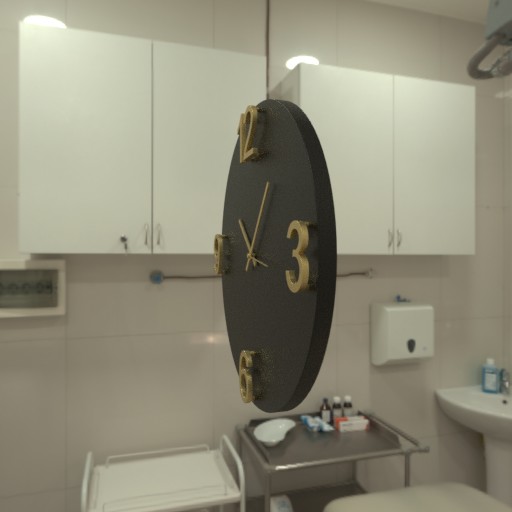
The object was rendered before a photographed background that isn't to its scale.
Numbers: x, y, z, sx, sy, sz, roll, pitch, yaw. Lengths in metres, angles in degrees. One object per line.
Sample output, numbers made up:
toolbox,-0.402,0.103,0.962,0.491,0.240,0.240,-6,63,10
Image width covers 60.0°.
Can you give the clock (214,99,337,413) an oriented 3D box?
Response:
clock,0.000,0.000,0.676,0.038,0.454,0.454,0,0,-17
